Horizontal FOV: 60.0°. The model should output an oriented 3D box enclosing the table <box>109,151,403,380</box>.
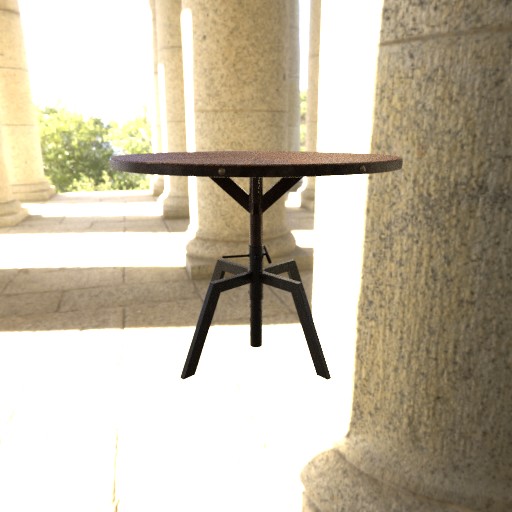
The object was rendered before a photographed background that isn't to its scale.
[{"bbox_3d":[0.000,0.000,1.489,0.885,0.658,0.885,0,15,0],"label":"table"}]
